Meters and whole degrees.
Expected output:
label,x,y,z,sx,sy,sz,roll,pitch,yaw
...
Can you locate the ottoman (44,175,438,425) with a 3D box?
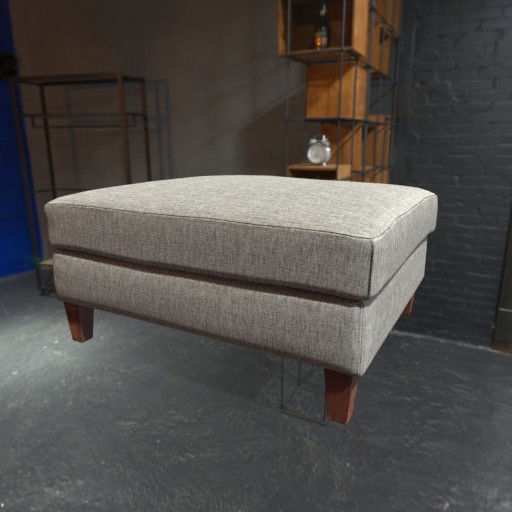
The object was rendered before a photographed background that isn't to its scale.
label,x,y,z,sx,sy,sz,roll,pitch,yaw
ottoman,0.000,0.000,1.455,0.994,0.492,0.839,8,17,28
